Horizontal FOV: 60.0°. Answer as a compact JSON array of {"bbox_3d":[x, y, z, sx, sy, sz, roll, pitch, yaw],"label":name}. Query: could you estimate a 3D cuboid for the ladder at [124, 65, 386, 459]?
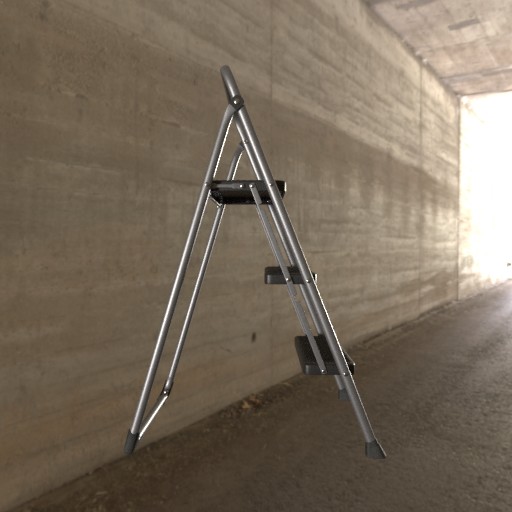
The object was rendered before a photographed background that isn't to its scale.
[{"bbox_3d":[0.000,0.000,1.252,0.629,0.945,0.430,0,1,1],"label":"ladder"}]
